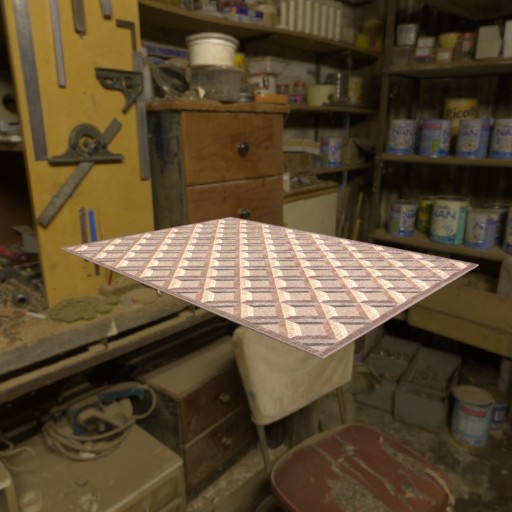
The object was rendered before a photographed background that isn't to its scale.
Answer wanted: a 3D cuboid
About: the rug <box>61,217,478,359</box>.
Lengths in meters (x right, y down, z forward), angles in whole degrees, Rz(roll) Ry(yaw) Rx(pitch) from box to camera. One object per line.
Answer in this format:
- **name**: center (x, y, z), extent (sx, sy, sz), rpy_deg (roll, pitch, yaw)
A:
- **rug**: center (0.000, 0.000, 4.275), extent (3.294, 0.018, 2.382), rpy_deg (15, 21, 42)
